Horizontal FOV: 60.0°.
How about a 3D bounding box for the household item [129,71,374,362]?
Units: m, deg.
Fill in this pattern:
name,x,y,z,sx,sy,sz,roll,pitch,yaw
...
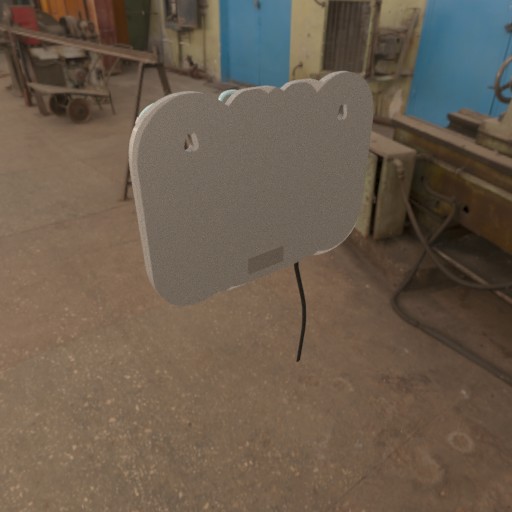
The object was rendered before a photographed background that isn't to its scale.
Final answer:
name,x,y,z,sx,sy,sz,roll,pitch,yaw
household item,0.000,0.000,0.387,0.211,0.294,0.042,-21,37,-30
